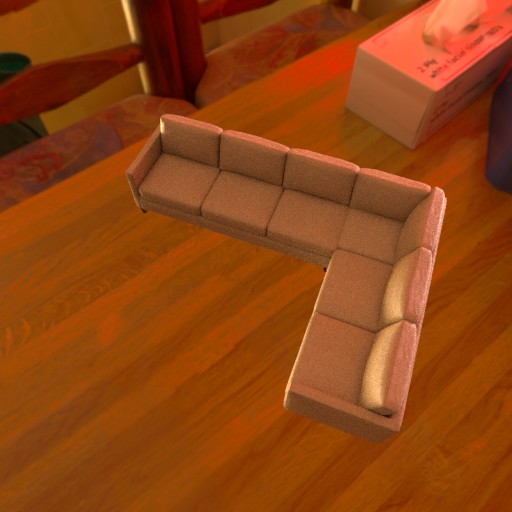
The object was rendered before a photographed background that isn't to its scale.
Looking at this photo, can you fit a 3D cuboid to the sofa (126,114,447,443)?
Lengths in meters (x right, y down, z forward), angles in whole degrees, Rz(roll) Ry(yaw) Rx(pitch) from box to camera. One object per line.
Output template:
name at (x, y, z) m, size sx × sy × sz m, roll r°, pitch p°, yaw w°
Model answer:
sofa at (0.000, 0.000, 4.511) m, size 3.333 × 0.934 × 2.522 m, roll 18°, pitch 60°, yaw 11°
